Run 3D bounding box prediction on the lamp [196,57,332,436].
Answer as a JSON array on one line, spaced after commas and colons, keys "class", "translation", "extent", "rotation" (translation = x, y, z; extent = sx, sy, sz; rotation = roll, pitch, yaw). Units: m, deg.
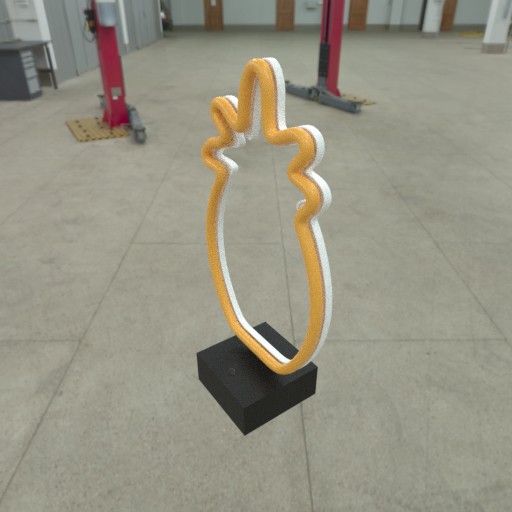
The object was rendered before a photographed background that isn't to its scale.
[{"class": "lamp", "translation": [0.000, 0.000, 0.386], "extent": [0.088, 0.317, 0.167], "rotation": [-20, 35, -30]}]
